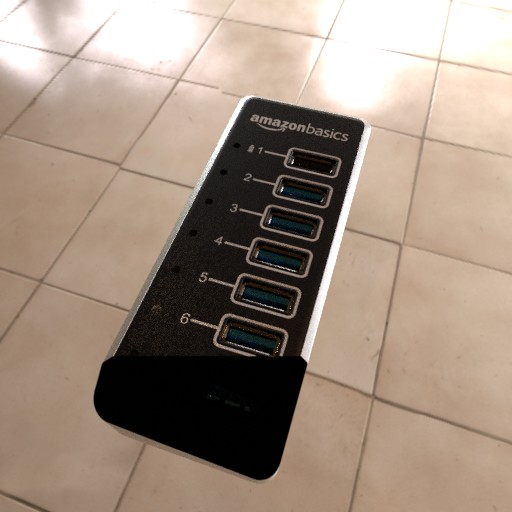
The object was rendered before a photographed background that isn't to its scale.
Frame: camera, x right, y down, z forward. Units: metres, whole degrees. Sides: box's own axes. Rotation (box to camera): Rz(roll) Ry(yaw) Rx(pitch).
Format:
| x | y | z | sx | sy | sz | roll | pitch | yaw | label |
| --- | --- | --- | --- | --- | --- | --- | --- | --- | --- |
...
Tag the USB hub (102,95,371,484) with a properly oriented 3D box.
| x | y | z | sx | sy | sz | roll | pitch | yaw | label |
| --- | --- | --- | --- | --- | --- | --- | --- | --- | --- |
| 0.000 | 0.000 | 0.128 | 0.044 | 0.023 | 0.110 | 15 | 59 | 10 | USB hub |
